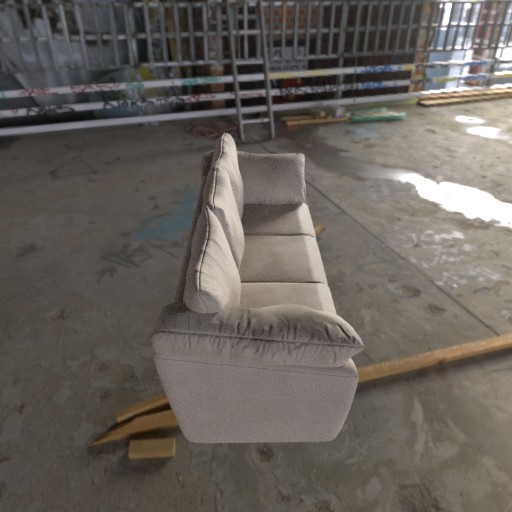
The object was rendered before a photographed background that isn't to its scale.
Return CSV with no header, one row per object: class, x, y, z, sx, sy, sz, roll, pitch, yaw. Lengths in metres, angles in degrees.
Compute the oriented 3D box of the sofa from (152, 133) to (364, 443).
sofa,0.000,0.000,2.859,0.878,0.996,2.334,0,32,-1
